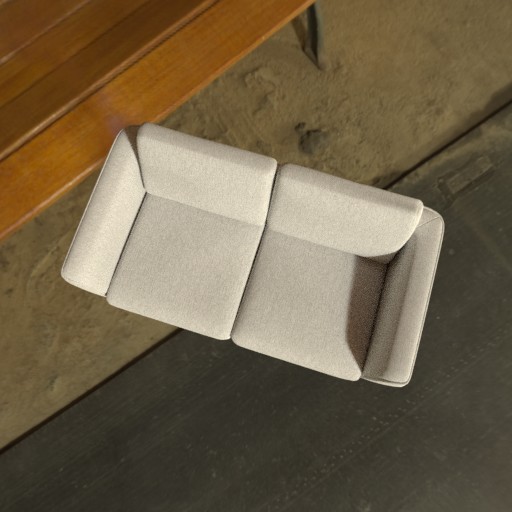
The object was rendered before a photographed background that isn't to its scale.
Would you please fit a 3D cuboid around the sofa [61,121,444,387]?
[{"bbox_3d":[0.000,0.000,2.293,1.700,0.850,0.920,17,77,4],"label":"sofa"}]
